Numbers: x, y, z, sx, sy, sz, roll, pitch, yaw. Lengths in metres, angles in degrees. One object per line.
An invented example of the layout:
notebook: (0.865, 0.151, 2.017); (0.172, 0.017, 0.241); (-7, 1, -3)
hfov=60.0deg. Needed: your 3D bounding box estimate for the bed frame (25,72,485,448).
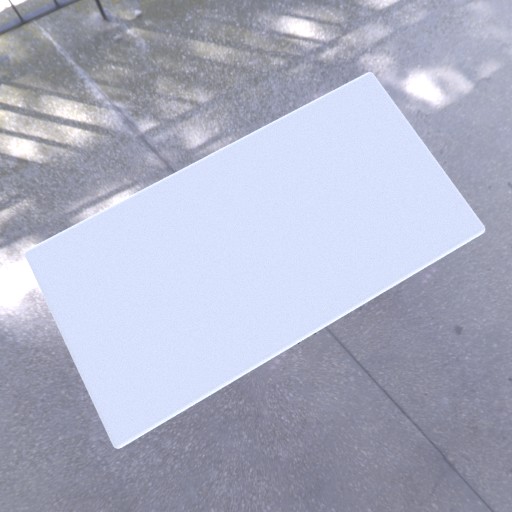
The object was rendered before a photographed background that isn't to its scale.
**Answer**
bed frame: (0.000, 0.000, 2.392); (1.950, 0.659, 1.023); (-29, 78, -7)
